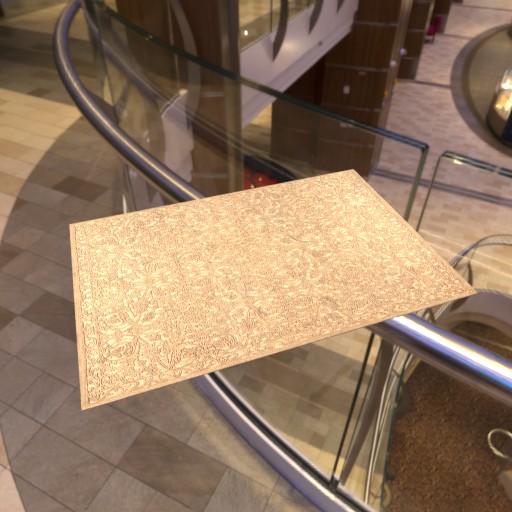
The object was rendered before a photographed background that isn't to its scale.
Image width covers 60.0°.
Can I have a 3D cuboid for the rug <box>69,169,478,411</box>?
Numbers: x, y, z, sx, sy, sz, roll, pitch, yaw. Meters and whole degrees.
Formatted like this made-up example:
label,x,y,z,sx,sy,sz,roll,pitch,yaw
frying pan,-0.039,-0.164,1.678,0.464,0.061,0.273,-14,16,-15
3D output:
label,x,y,z,sx,sy,sz,roll,pitch,yaw
rug,0.000,0.000,2.330,1.827,0.006,1.221,-13,43,-15
